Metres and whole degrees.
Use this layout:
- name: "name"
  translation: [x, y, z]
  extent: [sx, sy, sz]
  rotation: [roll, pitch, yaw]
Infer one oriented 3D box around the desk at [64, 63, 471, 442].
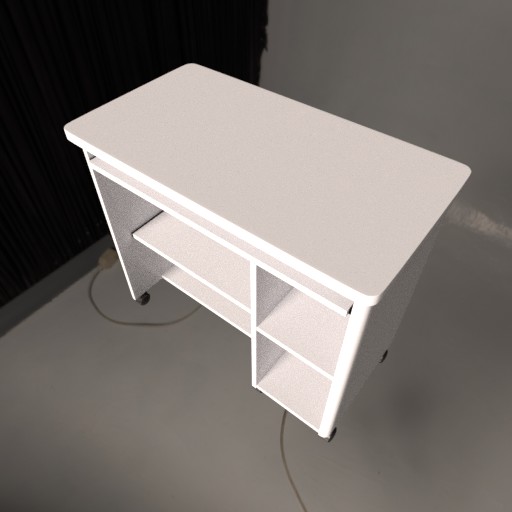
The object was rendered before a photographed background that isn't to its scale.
- name: "desk"
  translation: [0.000, 0.000, 1.325]
  extent: [0.877, 0.763, 0.475]
  rotation: [30, 54, 25]
